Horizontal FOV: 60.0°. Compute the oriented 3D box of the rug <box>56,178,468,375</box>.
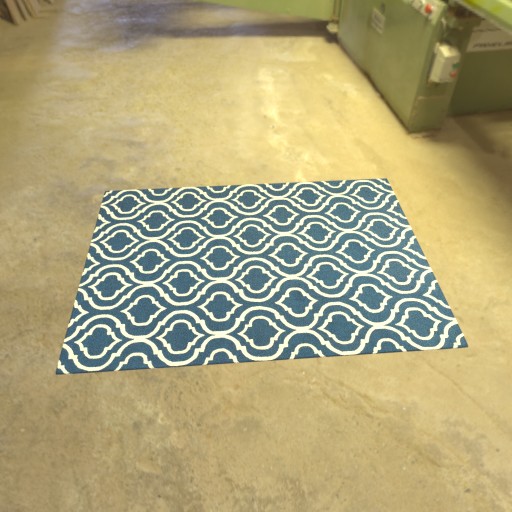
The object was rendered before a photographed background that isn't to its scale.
[{"bbox_3d":[0.000,0.000,2.811,2.134,0.010,1.524,-3,45,-3],"label":"rug"}]
